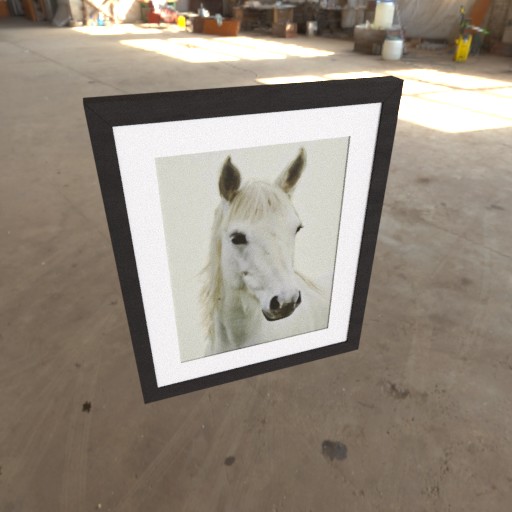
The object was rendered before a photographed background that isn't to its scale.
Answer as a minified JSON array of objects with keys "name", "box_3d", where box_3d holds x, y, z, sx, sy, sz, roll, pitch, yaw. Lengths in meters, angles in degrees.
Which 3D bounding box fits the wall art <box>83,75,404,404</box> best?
[{"name":"wall art","box_3d":[0.000,0.000,0.762,0.455,0.552,0.034,-10,34,-15]}]
